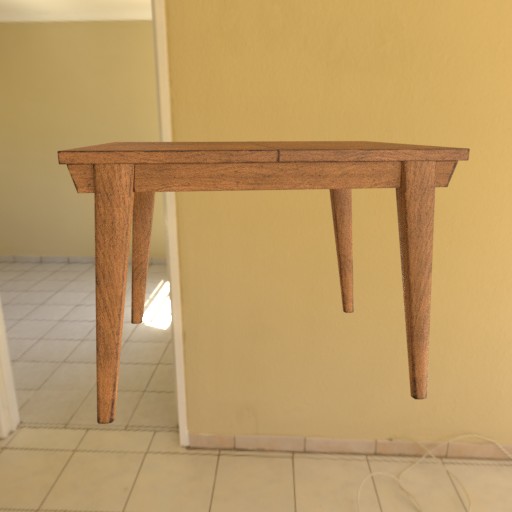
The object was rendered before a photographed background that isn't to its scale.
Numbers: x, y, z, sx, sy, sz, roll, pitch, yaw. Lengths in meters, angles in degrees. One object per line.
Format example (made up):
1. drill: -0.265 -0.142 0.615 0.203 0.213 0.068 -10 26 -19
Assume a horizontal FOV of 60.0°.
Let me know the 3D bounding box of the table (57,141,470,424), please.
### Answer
1. table: 0.000 0.000 1.558 1.027 0.760 0.757 -2 16 -7
